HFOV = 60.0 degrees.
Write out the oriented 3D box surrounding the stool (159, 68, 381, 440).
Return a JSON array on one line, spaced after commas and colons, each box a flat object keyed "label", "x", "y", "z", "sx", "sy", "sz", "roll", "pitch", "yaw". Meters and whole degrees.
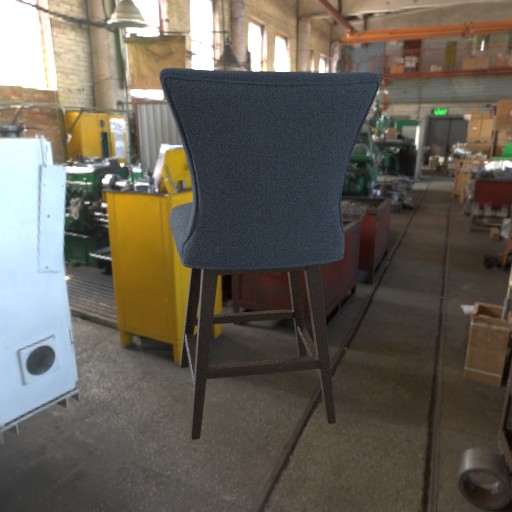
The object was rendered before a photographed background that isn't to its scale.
[{"label": "stool", "x": 0.000, "y": 0.000, "z": 1.350, "sx": 0.514, "sy": 1.000, "sz": 0.574, "roll": -3, "pitch": 16, "yaw": -10}]
